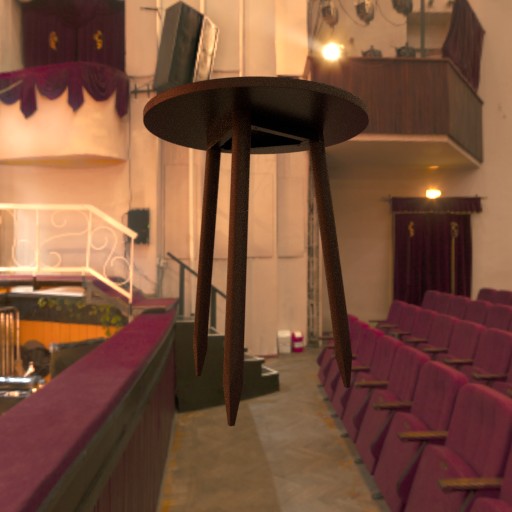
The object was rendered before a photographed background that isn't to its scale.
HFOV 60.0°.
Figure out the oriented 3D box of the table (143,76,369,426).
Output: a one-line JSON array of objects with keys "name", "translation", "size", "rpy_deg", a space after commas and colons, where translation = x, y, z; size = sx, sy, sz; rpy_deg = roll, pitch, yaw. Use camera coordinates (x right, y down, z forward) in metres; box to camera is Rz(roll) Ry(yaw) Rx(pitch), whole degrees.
[{"name": "table", "translation": [0.000, 0.000, 0.925], "size": [0.457, 0.585, 0.457], "rpy_deg": [0, 0, 0]}]
